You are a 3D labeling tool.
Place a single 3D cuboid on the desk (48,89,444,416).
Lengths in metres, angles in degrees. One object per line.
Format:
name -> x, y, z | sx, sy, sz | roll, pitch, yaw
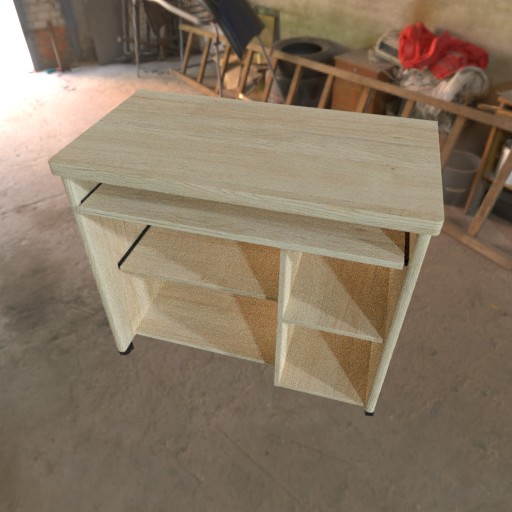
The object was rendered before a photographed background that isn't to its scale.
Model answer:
desk -> 0.000, 0.000, 1.365 | 0.885, 0.770, 0.480 | 10, 42, 12
